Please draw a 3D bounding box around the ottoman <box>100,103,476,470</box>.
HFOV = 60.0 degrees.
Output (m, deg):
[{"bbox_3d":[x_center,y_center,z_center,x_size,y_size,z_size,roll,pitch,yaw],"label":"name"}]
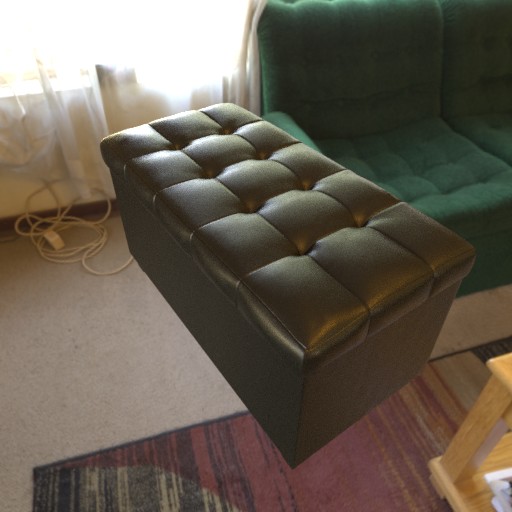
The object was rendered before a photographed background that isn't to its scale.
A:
[{"bbox_3d":[0.000,0.000,1.106,0.432,0.470,0.838,-25,46,-26],"label":"ottoman"}]
